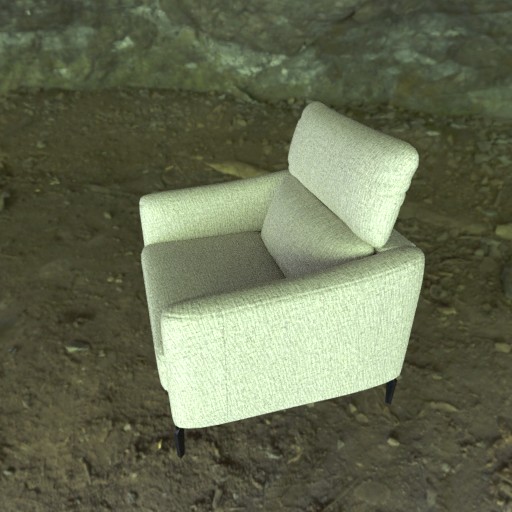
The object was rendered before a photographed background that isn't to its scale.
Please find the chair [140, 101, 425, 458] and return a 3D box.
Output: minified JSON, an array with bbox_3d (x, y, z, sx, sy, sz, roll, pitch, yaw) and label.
[{"bbox_3d":[0.000,0.000,1.676,0.835,0.967,0.972,-8,31,-14],"label":"chair"}]
